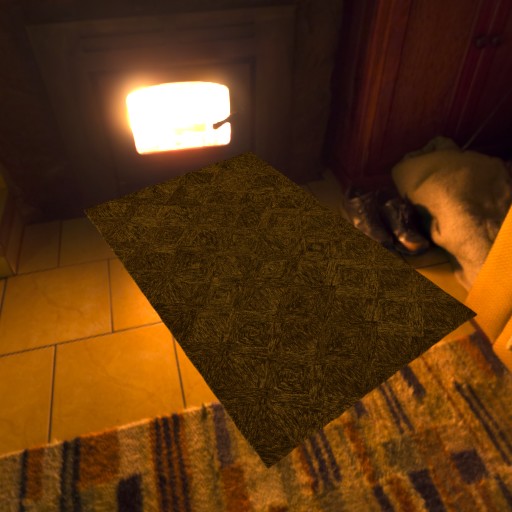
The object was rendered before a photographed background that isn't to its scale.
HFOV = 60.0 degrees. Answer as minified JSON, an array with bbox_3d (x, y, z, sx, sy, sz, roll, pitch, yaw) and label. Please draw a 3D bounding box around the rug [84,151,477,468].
[{"bbox_3d":[0.000,0.000,2.302,1.189,0.011,1.808,-26,49,-25],"label":"rug"}]
